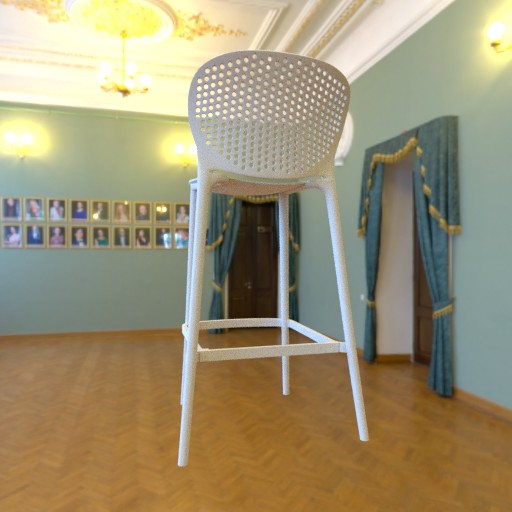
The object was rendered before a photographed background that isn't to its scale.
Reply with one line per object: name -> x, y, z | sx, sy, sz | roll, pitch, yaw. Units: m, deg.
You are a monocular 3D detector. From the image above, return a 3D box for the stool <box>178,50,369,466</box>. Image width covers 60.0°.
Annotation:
stool -> 0.000, 0.000, 1.386 | 0.536, 1.045, 0.535 | 0, 0, -17
